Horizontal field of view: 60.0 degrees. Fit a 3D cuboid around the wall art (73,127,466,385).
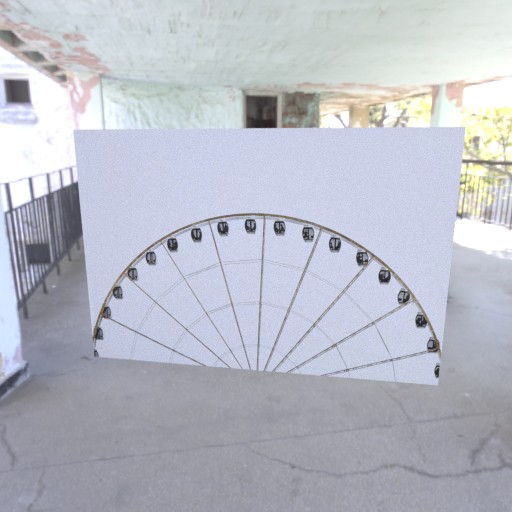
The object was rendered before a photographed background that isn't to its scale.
[{"bbox_3d":[0.000,0.000,1.386,1.144,0.767,0.038,2,14,10],"label":"wall art"}]
